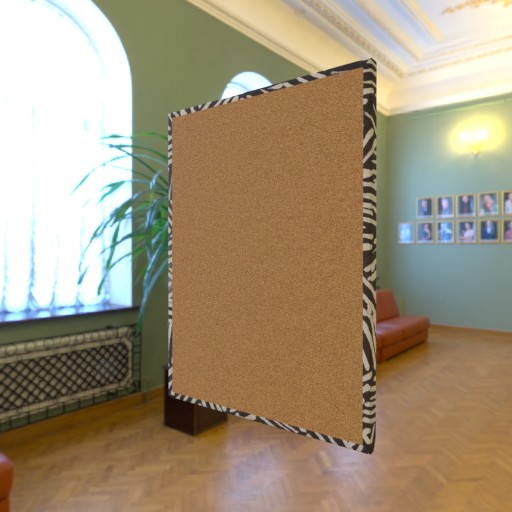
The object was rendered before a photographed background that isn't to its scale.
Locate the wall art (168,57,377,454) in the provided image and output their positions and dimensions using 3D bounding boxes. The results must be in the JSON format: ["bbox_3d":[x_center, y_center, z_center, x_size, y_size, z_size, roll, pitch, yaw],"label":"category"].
[{"bbox_3d":[0.000,0.000,1.376,0.765,1.017,0.038,0,1,37],"label":"wall art"}]
